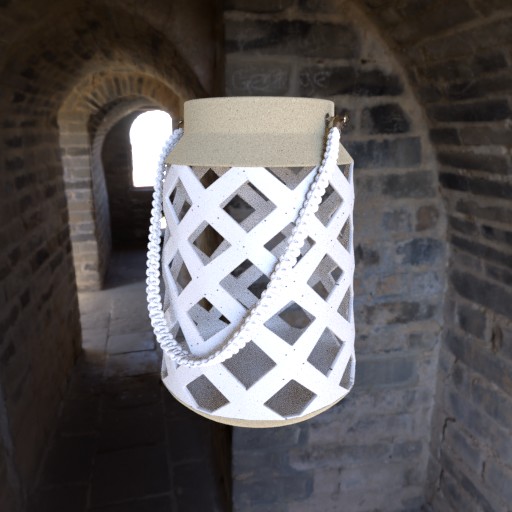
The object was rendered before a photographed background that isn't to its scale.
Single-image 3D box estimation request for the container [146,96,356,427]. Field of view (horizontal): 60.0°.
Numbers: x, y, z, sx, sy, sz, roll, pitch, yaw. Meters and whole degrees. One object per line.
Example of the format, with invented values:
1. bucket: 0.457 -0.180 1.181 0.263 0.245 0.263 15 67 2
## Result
1. container: 0.000 0.000 0.403 0.188 0.264 0.198 8 17 28
